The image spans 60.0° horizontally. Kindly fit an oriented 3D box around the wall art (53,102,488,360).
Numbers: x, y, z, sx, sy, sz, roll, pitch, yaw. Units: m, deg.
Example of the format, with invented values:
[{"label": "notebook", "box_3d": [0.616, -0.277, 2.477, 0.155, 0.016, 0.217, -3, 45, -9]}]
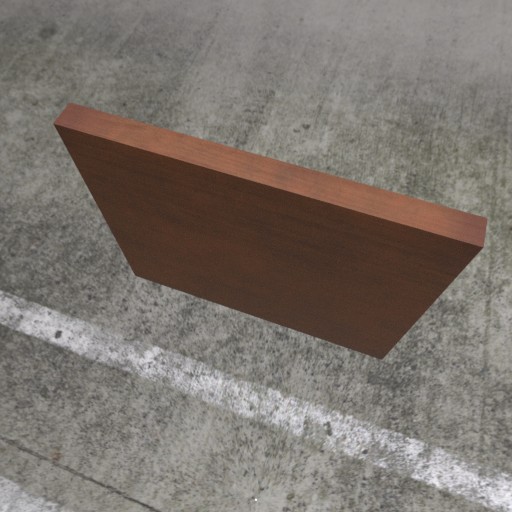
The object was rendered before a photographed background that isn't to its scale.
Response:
[{"label": "wall art", "box_3d": [0.000, 0.000, 0.540, 0.401, 0.328, 0.030, 18, 63, 9]}]
